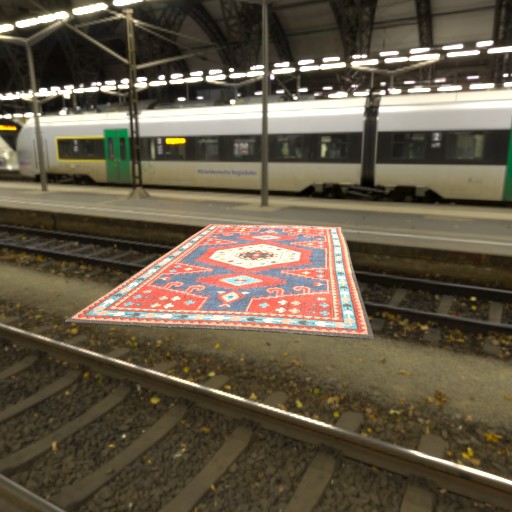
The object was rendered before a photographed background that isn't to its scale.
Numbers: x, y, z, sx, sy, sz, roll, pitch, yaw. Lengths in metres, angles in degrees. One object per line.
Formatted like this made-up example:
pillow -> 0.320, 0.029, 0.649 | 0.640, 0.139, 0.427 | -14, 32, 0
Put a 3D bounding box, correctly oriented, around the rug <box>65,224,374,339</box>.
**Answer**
rug -> 0.000, 0.000, 3.594 | 1.522, 0.034, 3.032 | 2, 13, 8
